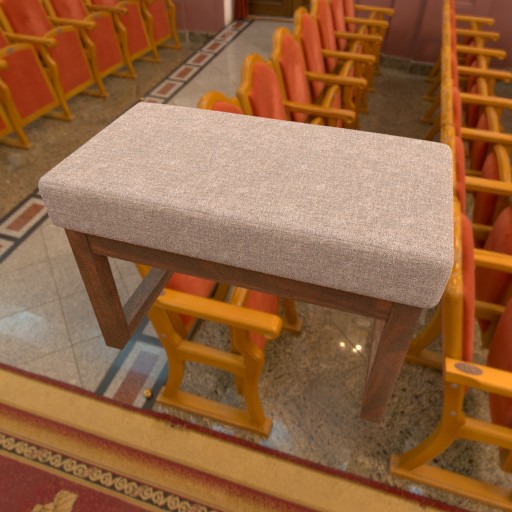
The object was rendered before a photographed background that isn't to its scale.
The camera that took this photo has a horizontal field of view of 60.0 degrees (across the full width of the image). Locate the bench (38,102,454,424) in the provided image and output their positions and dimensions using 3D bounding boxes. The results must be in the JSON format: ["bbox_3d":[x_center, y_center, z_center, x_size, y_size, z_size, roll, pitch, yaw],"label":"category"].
[{"bbox_3d":[0.000,0.000,0.947,0.681,0.467,0.366,12,43,13],"label":"bench"}]
